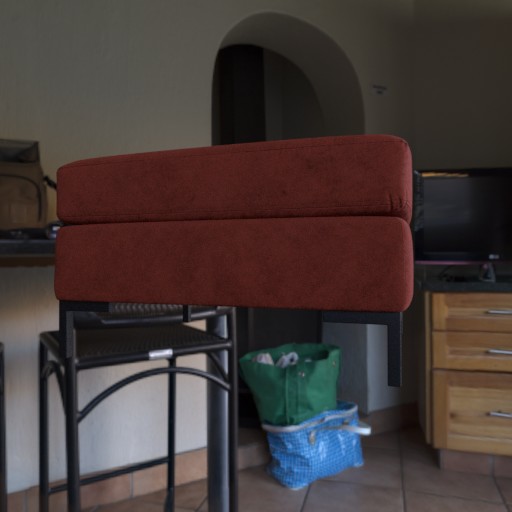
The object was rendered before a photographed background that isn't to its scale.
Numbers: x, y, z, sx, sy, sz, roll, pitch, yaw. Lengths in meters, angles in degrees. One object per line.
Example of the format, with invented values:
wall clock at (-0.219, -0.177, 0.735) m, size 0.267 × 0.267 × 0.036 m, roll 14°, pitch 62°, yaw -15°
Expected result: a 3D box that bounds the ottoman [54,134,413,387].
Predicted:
ottoman at (0.000, 0.000, 1.174) m, size 0.782 × 0.462 × 0.650 m, roll 0°, pitch -1°, yaw 18°
